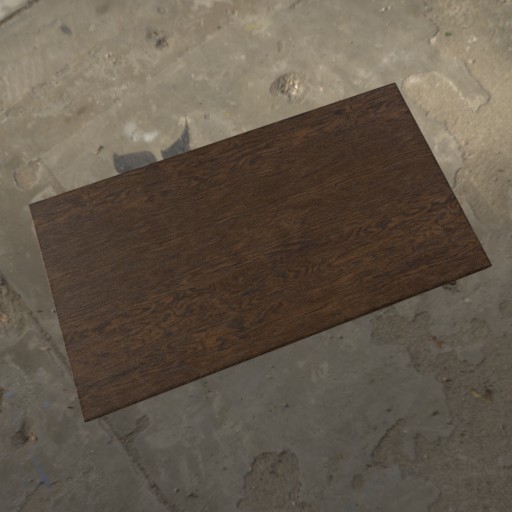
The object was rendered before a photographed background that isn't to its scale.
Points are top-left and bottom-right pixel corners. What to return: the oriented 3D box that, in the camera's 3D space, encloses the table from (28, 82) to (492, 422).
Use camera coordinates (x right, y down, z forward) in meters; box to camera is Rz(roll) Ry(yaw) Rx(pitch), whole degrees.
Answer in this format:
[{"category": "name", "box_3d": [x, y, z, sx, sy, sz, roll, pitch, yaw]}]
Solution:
[{"category": "table", "box_3d": [0.000, 0.000, 2.519, 1.989, 0.795, 1.078, -20, 76, -5]}]
